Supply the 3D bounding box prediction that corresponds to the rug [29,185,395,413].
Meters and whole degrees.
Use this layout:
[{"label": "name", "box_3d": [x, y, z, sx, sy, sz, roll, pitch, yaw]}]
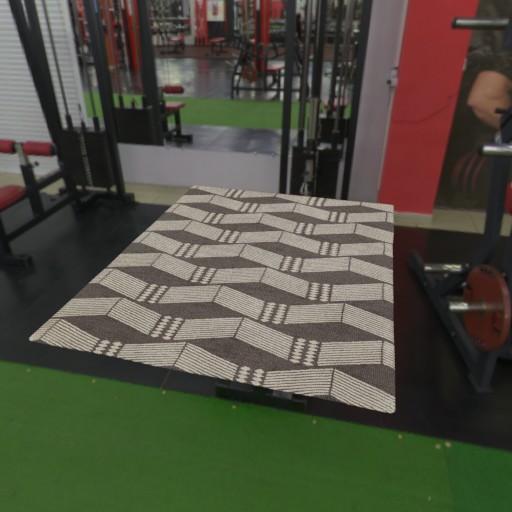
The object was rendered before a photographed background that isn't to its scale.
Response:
[{"label": "rug", "box_3d": [0.000, 0.000, 4.047, 2.438, 0.016, 3.048, 8, 31, 13]}]
